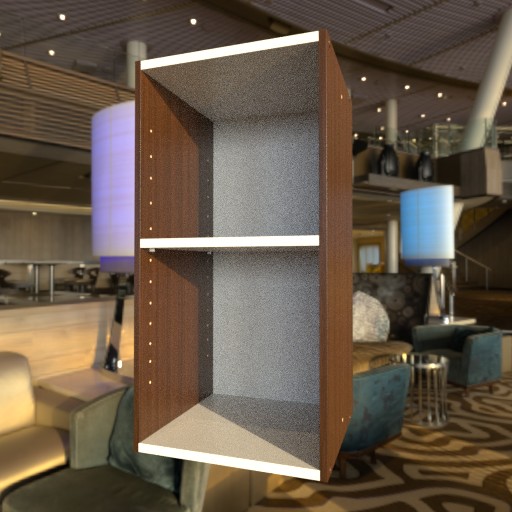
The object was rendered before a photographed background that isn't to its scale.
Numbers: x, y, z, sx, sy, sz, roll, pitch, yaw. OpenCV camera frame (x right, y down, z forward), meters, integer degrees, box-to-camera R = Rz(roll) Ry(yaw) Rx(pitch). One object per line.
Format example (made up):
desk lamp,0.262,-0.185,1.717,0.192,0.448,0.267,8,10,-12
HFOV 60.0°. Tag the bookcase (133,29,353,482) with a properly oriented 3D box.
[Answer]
bookcase,0.000,0.000,0.771,0.300,0.600,0.290,0,-1,19
